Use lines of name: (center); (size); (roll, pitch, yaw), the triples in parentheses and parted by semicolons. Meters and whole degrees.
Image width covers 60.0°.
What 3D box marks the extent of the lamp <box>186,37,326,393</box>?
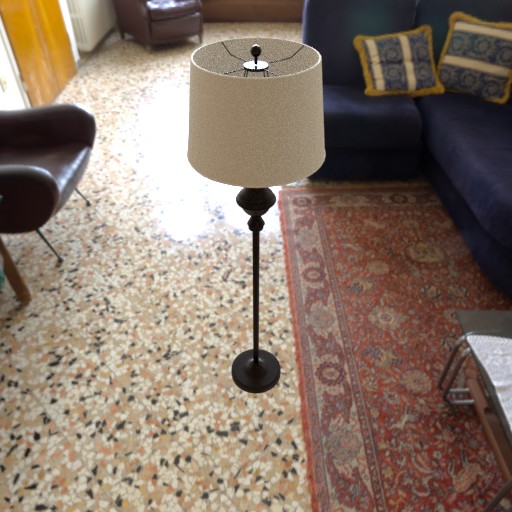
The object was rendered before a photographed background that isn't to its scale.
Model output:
lamp: (0.000, 0.000, 1.667); (0.431, 1.484, 0.431); (0, 41, 0)
